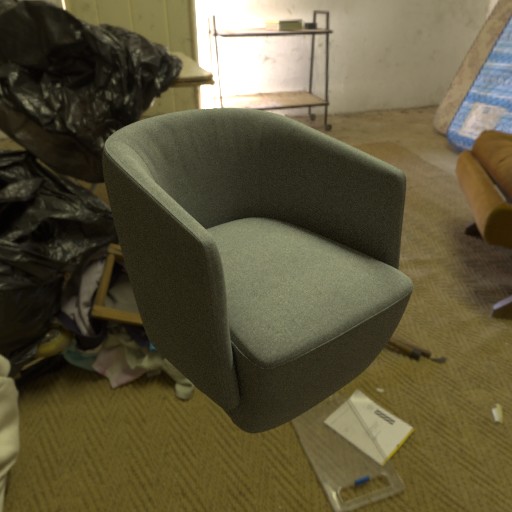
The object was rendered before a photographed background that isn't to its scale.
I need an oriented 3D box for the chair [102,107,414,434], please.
[{"bbox_3d":[0.000,0.000,1.607,0.822,0.861,0.986,-21,37,-31],"label":"chair"}]
